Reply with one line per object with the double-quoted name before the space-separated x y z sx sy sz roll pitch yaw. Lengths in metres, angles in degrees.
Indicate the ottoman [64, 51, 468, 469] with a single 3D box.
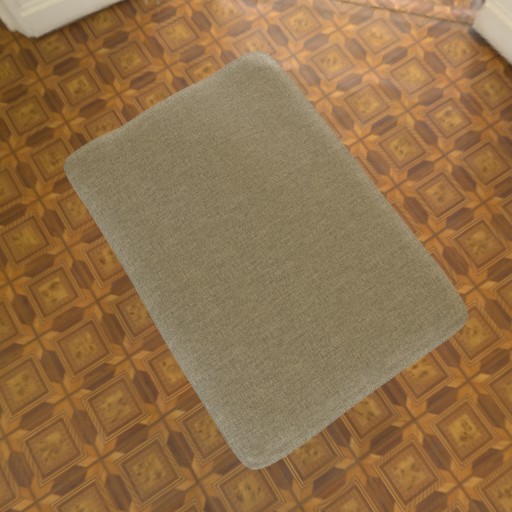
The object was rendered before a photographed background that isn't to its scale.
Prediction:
"ottoman" 0.000 0.000 1.223 0.639 0.494 0.873 -33 78 -8
